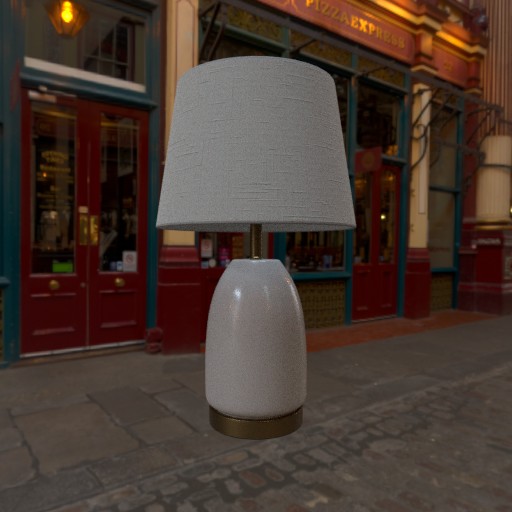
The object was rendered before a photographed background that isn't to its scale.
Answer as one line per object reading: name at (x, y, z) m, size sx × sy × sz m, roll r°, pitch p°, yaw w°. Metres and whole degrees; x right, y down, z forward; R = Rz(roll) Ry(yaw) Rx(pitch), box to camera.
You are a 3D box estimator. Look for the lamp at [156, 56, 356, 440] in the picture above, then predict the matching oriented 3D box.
lamp at (0.000, 0.000, 0.648) m, size 0.285 × 0.483 × 0.285 m, roll 0°, pitch 1°, yaw 0°
